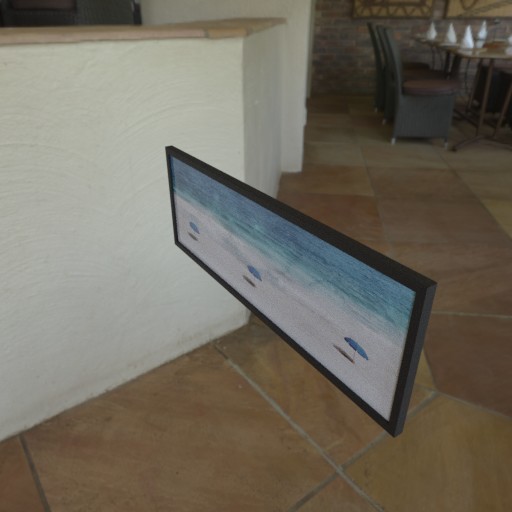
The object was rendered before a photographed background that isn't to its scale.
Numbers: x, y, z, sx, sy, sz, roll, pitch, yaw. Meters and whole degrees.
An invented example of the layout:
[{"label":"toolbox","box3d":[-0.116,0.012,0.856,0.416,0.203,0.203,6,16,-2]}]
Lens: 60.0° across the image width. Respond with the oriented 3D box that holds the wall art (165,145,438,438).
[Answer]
[{"label":"wall art","box3d":[0.000,0.000,1.811,0.041,0.554,1.572,-18,34,-30]}]
